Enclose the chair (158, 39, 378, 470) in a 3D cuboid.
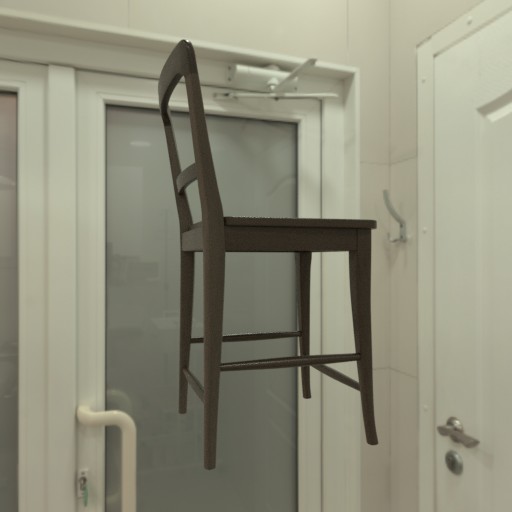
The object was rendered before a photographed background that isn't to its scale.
[{"bbox_3d":[0.000,0.000,1.277,0.546,0.991,0.450,0,0,-19],"label":"chair"}]
